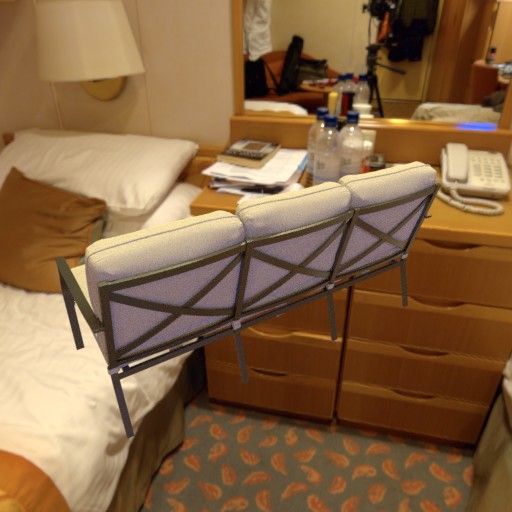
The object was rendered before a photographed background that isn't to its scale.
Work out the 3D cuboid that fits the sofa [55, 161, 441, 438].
[{"bbox_3d":[0.000,0.000,2.209,1.740,0.860,0.787,-18,34,-28],"label":"sofa"}]
